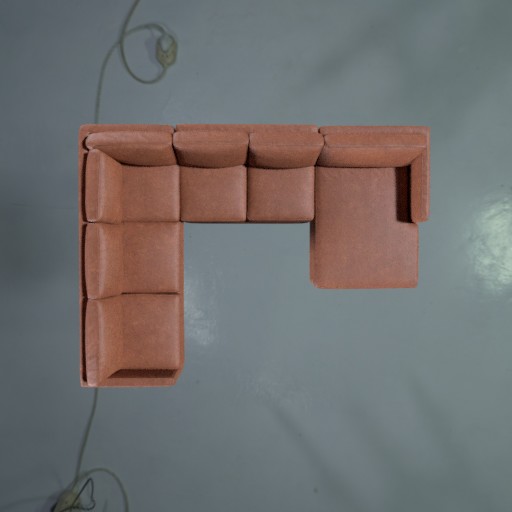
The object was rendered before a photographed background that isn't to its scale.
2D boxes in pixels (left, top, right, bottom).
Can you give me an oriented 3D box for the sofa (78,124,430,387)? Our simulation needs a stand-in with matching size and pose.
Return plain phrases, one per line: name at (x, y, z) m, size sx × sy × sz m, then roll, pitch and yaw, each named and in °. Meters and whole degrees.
sofa at (0.000, 0.000, 4.600) m, size 3.460 × 0.923 × 2.593 m, roll 0°, pitch 91°, yaw -1°
